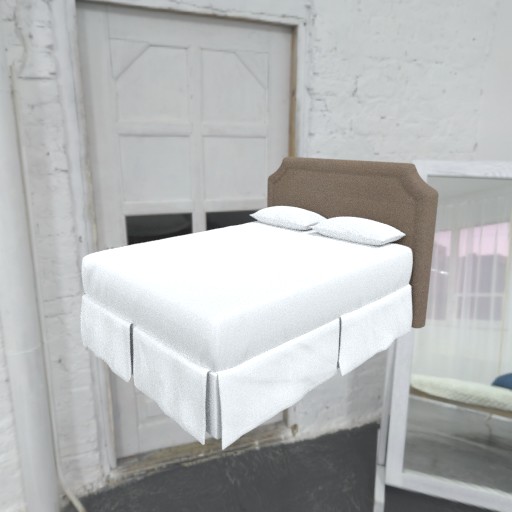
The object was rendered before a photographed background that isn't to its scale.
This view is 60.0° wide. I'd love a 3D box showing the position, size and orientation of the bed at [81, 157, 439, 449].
[{"bbox_3d":[0.000,0.000,3.228,2.116,1.290,1.693,-15,21,-42],"label":"bed"}]
